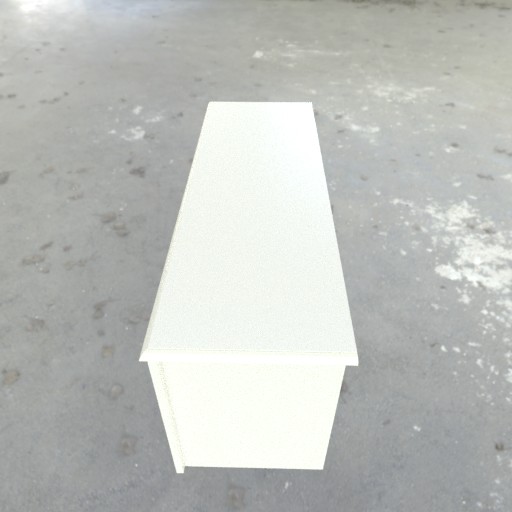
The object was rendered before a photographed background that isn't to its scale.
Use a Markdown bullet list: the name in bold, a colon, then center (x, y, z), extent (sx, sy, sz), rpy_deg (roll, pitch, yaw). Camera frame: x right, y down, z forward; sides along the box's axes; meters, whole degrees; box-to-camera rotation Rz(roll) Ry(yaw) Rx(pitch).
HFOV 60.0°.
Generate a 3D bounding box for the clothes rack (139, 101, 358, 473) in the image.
- **clothes rack**: center (0.000, 0.000, 1.451), extent (0.405, 0.558, 1.218), rpy_deg (1, 41, 1)
